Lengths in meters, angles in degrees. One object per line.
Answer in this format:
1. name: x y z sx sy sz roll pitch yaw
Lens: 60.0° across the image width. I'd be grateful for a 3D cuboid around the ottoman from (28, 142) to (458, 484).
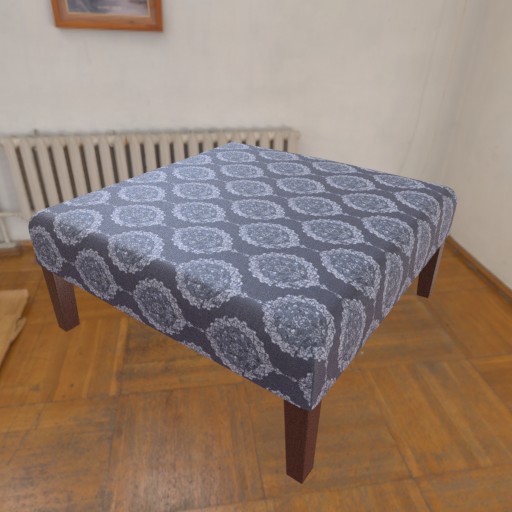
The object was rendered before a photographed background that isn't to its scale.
1. ottoman: 0.000 0.000 1.343 0.890 0.409 0.889 20 35 31
